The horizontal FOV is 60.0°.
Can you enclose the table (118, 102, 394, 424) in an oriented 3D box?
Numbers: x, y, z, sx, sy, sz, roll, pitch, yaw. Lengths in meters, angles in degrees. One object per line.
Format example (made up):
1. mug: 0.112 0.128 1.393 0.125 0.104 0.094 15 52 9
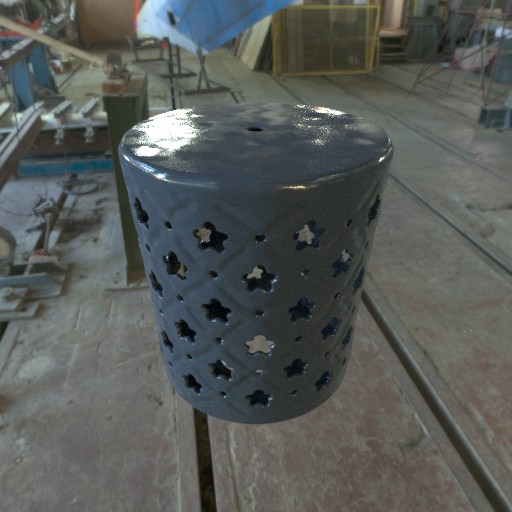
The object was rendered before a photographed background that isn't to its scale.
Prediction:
1. table: 0.000 0.000 0.677 0.352 0.387 0.352 0 31 0
